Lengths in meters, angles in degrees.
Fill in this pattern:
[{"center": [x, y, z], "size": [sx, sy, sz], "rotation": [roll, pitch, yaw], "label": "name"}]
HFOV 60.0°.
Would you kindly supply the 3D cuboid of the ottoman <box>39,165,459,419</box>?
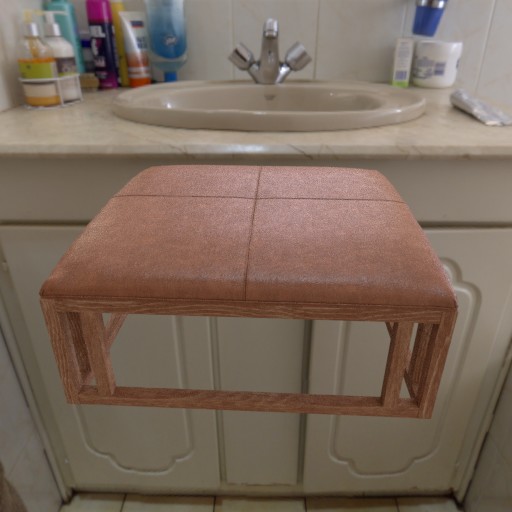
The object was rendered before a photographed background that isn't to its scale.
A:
[{"center": [0.000, 0.000, 1.569], "size": [1.016, 0.442, 1.013], "rotation": [1, 28, 3], "label": "ottoman"}]
